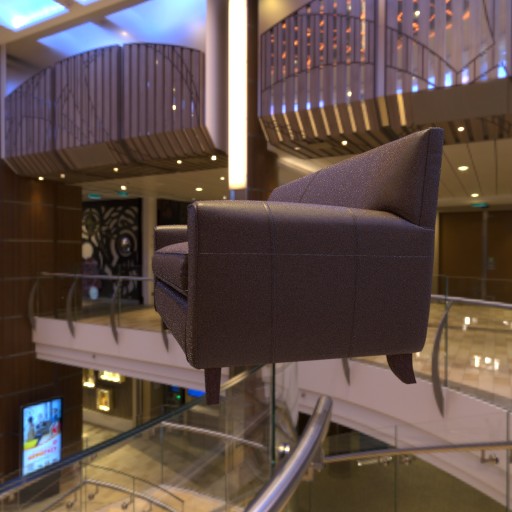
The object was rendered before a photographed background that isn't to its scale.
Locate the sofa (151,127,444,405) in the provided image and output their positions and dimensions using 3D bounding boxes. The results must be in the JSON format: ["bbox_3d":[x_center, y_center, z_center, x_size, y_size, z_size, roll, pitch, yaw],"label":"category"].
[{"bbox_3d":[0.000,0.000,2.033,0.853,0.859,1.468,0,1,-17],"label":"sofa"}]
